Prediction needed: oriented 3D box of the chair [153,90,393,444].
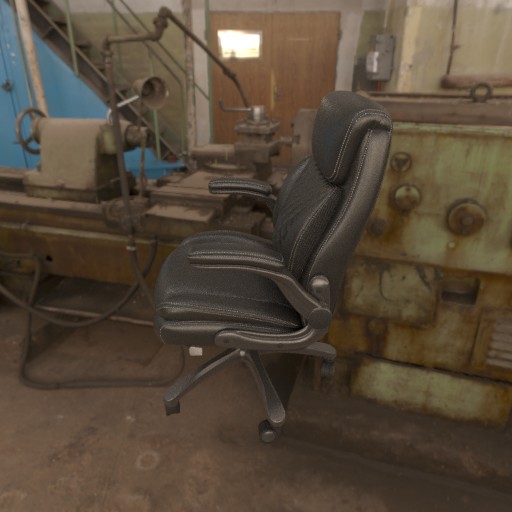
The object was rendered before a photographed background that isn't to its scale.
[{"bbox_3d":[0.000,0.000,1.600,0.724,1.110,0.782,0,25,-1],"label":"chair"}]
